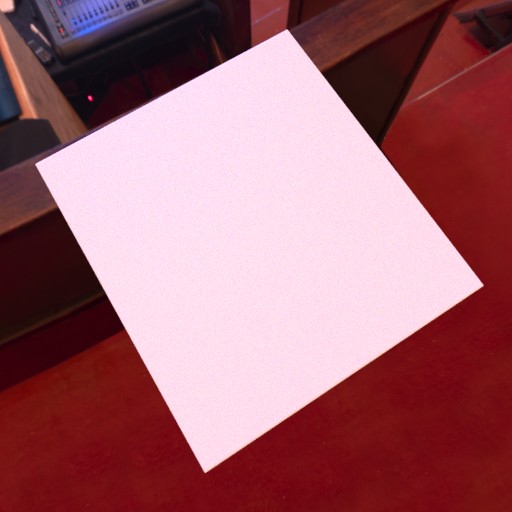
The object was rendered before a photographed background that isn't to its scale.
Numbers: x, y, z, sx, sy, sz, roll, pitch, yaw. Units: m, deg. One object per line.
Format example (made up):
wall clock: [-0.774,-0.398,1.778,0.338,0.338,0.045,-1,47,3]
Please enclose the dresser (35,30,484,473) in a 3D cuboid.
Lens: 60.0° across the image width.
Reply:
dresser: [0.000,0.000,0.724,0.400,0.360,0.430,-31,78,-8]
